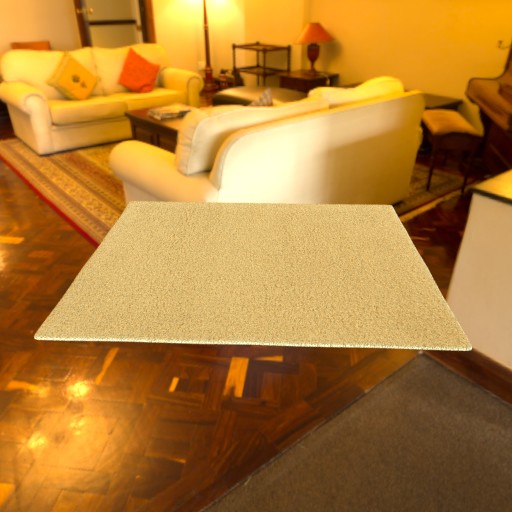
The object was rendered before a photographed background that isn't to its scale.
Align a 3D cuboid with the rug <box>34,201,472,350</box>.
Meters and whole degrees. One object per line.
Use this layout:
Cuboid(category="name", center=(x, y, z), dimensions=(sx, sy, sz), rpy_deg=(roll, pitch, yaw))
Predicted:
Cuboid(category="rug", center=(0.000, 0.000, 4.113), dimensions=(3.047, 0.029, 2.438), rpy_deg=(1, 30, 2))
